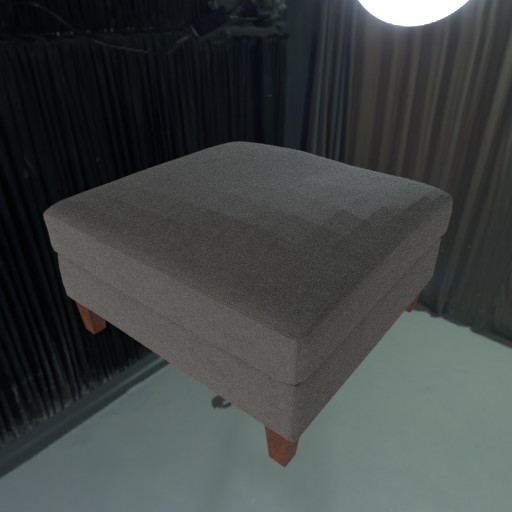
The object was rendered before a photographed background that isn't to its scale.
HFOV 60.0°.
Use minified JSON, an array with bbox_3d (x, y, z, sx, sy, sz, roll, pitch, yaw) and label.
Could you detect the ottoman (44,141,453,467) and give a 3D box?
[{"bbox_3d":[0.000,0.000,1.376,0.881,0.482,0.861,22,37,33],"label":"ottoman"}]
